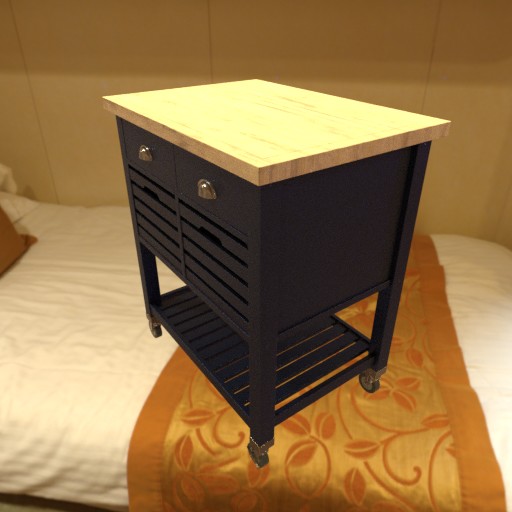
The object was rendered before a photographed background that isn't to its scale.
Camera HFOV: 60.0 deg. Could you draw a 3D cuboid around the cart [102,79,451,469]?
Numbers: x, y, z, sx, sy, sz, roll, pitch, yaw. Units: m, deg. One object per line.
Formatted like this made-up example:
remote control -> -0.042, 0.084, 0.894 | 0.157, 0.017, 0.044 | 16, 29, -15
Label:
cart -> 0.000, 0.000, 1.418 | 0.567, 0.920, 0.797 | -20, 36, -31
